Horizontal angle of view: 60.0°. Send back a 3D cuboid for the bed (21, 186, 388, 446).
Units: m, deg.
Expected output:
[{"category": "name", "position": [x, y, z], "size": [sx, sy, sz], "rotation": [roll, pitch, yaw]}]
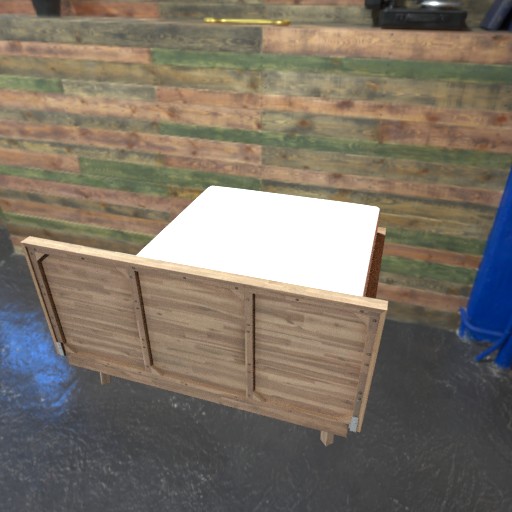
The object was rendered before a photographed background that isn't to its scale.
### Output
[{"category": "bed", "position": [0.000, 0.000, 3.101], "size": [1.759, 1.071, 2.145], "rotation": [10, 33, 15]}]
